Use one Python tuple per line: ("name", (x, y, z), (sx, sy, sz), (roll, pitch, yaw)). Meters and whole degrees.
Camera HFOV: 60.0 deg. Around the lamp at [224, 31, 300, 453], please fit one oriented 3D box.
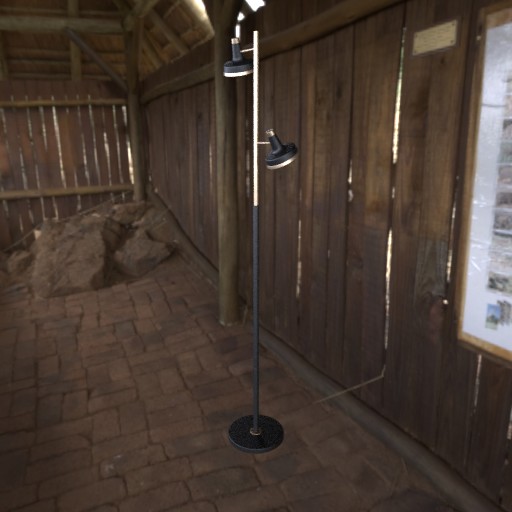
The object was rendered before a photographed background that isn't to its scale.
("lamp", (0.000, 0.000, 1.808), (0.351, 1.674, 0.253), (13, 19, 43))
